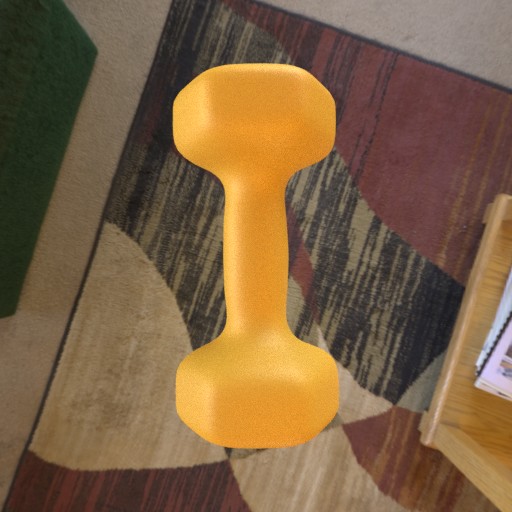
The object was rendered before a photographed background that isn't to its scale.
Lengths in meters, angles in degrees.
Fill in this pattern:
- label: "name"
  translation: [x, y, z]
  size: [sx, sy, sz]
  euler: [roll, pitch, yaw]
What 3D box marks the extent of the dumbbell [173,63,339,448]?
- label: "dumbbell"
  translation: [0.000, 0.000, 0.242]
  size: [0.090, 0.082, 0.190]
  euler: [0, 90, -1]
